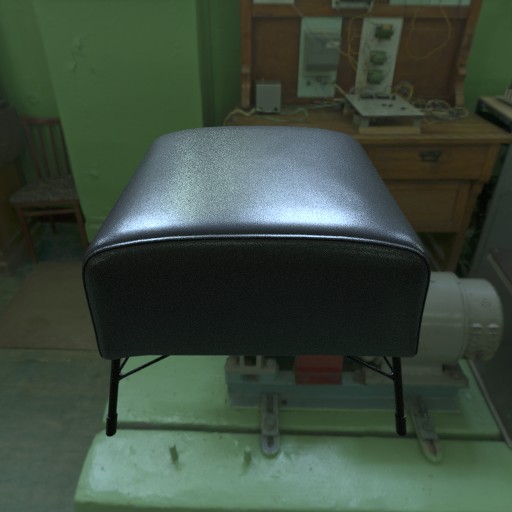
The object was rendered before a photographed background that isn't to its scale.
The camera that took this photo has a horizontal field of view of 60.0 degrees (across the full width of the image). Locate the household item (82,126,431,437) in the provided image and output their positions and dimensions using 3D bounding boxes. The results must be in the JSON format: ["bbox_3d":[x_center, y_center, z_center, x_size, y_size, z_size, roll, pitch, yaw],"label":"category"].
[{"bbox_3d":[0.000,0.000,0.887,0.530,0.410,0.530,0,32,0],"label":"household item"}]
